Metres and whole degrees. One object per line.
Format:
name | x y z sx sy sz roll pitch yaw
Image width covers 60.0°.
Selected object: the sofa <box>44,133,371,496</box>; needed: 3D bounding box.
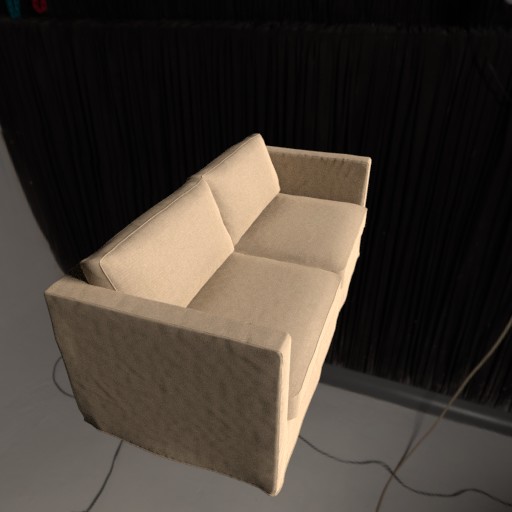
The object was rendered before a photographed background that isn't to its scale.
sofa | 0.000 0.000 2.393 0.956 0.847 1.987 11 32 17
